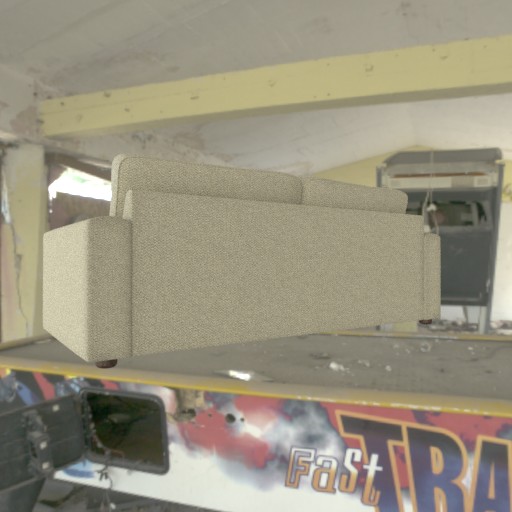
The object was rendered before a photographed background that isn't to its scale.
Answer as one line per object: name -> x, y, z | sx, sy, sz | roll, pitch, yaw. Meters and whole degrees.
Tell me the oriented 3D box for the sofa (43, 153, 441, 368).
sofa -> 0.000, 0.000, 2.638 | 2.179, 0.873, 1.016 | 0, 0, -34
